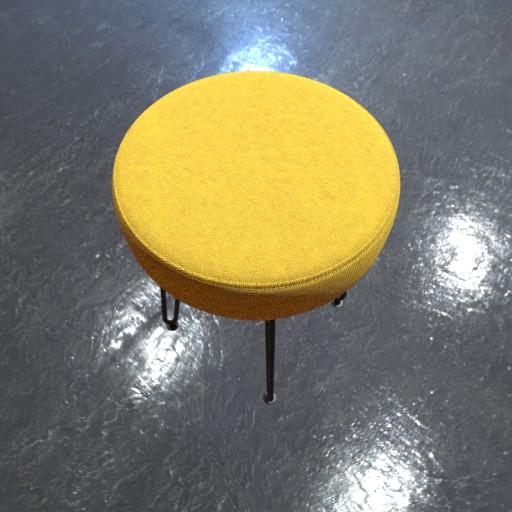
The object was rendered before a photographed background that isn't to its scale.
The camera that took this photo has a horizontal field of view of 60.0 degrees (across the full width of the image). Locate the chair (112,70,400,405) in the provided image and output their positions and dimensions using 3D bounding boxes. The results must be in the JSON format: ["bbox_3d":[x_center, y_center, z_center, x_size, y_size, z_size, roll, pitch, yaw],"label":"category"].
[{"bbox_3d":[0.000,0.000,0.705,0.345,0.455,0.345,32,64,18],"label":"chair"}]
